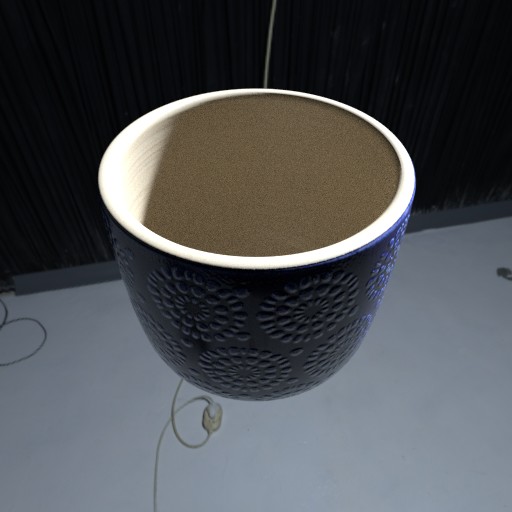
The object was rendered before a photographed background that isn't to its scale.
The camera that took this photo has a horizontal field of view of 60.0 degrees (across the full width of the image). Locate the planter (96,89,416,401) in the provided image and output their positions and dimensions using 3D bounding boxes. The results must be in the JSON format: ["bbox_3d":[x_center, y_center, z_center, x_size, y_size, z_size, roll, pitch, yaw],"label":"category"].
[{"bbox_3d":[0.000,0.000,0.285,0.165,0.149,0.165,0,45,0],"label":"planter"}]
